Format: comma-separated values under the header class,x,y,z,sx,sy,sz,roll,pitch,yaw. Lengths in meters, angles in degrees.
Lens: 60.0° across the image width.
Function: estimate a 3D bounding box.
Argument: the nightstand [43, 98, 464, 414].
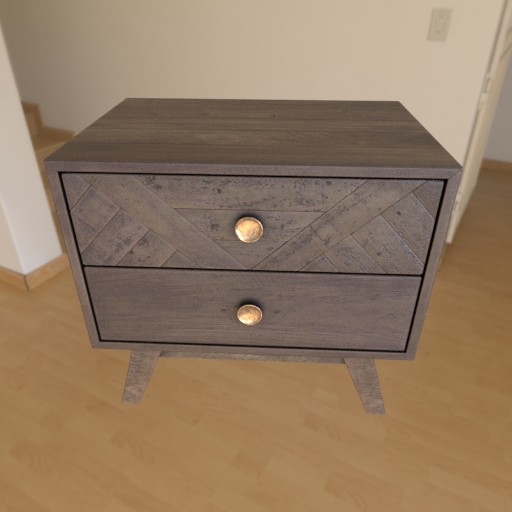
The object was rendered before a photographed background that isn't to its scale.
class,x,y,z,sx,sy,sz,roll,pitch,yaw
nightstand,0.000,0.000,1.021,0.650,0.599,0.450,2,32,3
